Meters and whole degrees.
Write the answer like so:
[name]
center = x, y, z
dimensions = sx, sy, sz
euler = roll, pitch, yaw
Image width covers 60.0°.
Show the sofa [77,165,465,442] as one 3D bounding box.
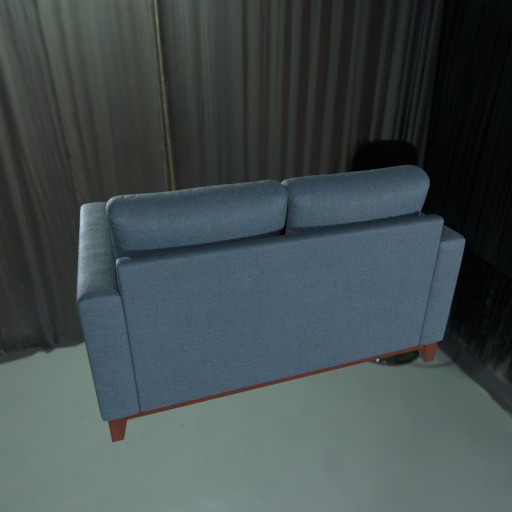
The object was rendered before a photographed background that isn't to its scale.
[sofa]
center = 0.000, 0.000, 2.054
dimensions = 1.489, 0.903, 0.955
euler = -9, 28, -17
